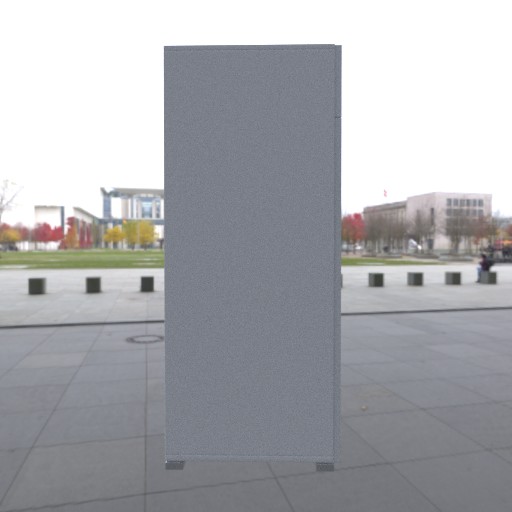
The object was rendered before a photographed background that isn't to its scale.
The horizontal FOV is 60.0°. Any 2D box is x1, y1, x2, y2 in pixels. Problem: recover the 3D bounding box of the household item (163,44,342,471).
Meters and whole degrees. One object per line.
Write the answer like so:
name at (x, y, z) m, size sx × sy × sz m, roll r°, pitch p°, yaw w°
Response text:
household item at (0.000, 0.000, 1.445) m, size 0.420 × 1.010 × 0.790 m, roll 0°, pitch 1°, yaw 1°
